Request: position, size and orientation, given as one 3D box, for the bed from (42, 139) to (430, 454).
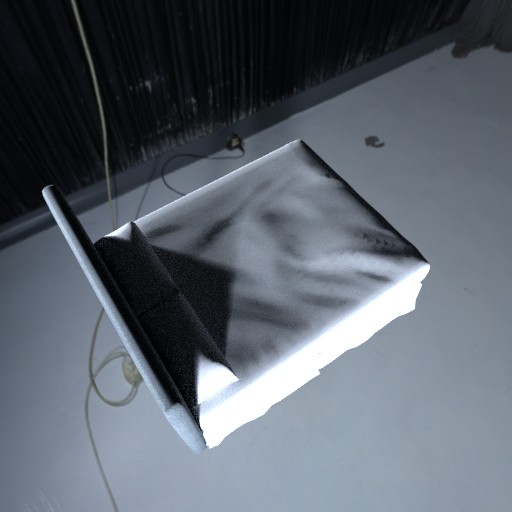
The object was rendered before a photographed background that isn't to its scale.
[{"bbox_3d":[0.000,0.000,3.244,2.142,1.330,1.713,-30,63,-17],"label":"bed"}]
